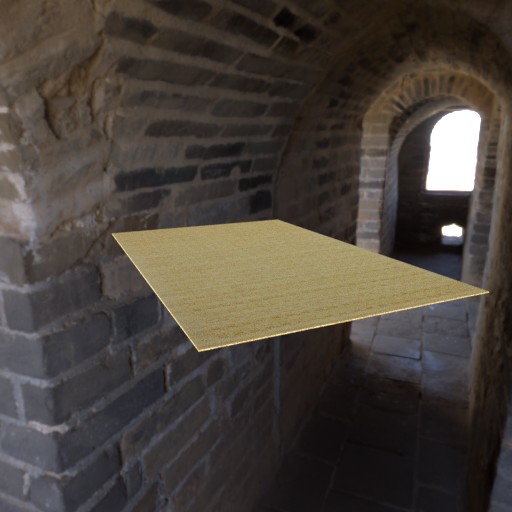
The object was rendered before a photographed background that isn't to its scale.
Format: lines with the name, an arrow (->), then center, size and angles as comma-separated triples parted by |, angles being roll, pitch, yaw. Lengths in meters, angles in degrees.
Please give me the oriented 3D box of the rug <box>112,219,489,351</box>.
rug -> 0.000, 0.000, 2.922 | 1.524, 0.006, 2.286 | -7, 16, -24
